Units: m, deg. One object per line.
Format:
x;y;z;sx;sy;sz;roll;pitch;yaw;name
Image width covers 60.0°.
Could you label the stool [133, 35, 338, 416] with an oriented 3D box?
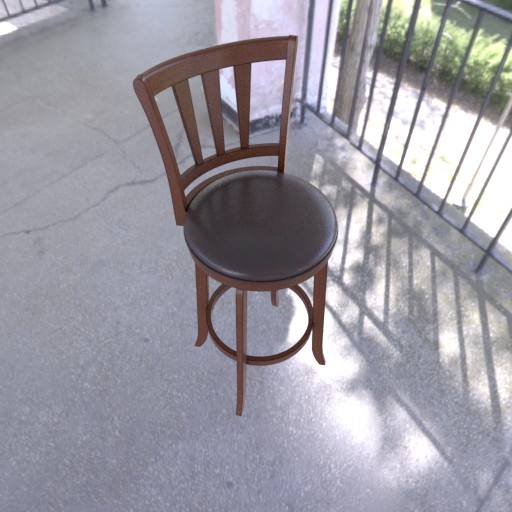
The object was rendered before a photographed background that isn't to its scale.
0.000;0.000;1.434;0.464;1.177;0.503;-25;53;-21;stool
